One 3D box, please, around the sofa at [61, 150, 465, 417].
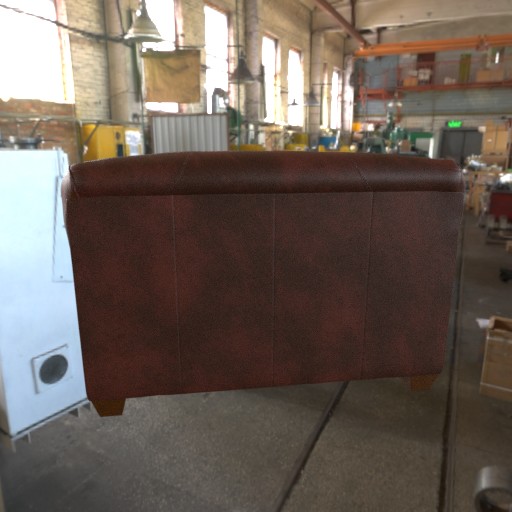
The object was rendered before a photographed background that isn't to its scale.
[{"bbox_3d":[0.000,0.000,2.035,1.413,0.956,1.000,-2,15,-8],"label":"sofa"}]
